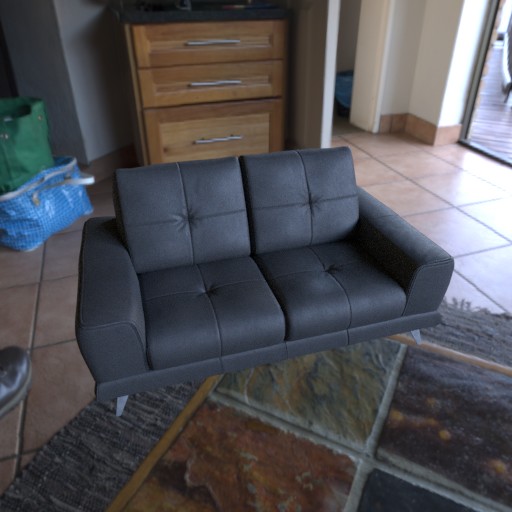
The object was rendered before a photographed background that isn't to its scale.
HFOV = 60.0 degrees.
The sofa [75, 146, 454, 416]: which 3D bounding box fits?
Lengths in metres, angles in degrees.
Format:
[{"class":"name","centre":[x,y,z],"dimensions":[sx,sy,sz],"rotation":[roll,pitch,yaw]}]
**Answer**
[{"class":"sofa","centre":[0.000,0.000,2.387],"dimensions":[1.806,0.907,1.018],"rotation":[-9,33,-15]}]
